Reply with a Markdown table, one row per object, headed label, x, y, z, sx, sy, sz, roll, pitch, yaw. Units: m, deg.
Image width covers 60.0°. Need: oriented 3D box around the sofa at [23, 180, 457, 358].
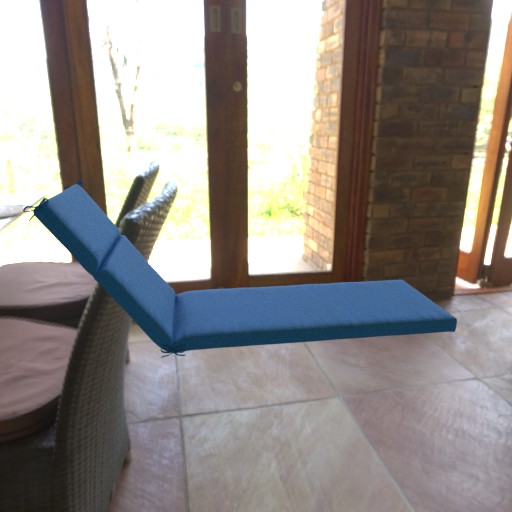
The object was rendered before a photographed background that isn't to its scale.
| label | x | y | z | sx | sy | sz | roll | pitch | yaw |
| --- | --- | --- | --- | --- | --- | --- | --- | --- | --- |
| sofa | 0.000 | 0.000 | 1.931 | 1.663 | 0.622 | 0.582 | -2 | 17 | -8 |
